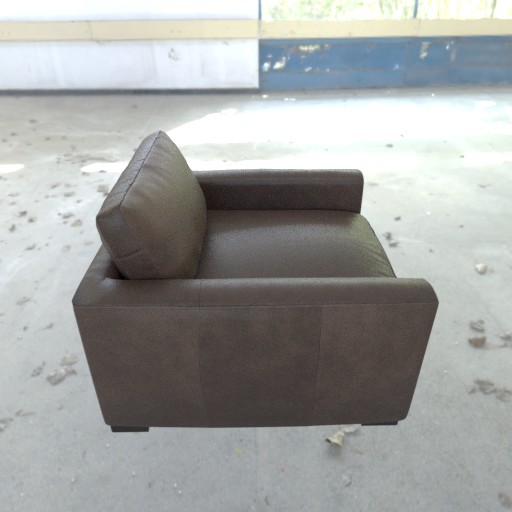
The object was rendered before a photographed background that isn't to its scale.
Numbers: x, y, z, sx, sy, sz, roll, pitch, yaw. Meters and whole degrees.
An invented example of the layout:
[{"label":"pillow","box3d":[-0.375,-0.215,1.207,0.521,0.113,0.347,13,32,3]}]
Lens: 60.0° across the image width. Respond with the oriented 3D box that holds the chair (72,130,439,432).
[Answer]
[{"label":"chair","box3d":[0.000,0.000,1.769,1.069,0.812,1.100,-1,32,-1]}]
